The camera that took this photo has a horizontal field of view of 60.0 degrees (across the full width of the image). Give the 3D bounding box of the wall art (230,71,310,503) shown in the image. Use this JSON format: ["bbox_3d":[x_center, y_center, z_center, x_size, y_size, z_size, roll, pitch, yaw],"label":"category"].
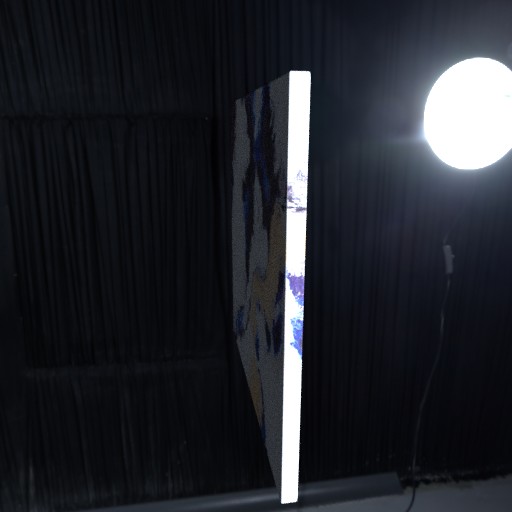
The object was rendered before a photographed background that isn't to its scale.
[{"bbox_3d":[0.000,0.000,1.277,0.038,0.885,0.887,-3,16,-9],"label":"wall art"}]
